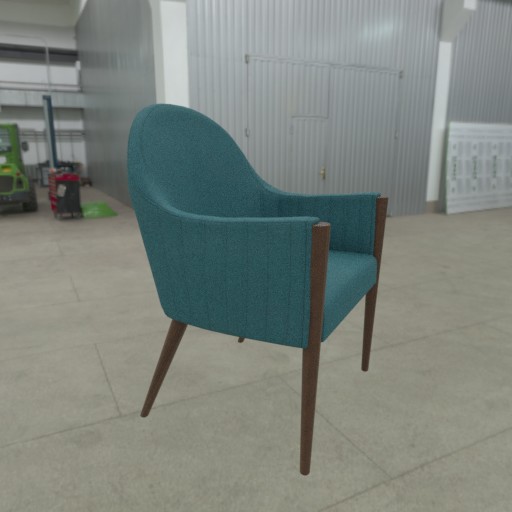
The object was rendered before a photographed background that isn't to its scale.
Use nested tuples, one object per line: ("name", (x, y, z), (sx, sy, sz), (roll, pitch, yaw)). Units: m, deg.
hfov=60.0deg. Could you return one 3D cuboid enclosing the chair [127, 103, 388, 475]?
("chair", (0.000, 0.000, 1.356), (0.652, 0.907, 0.656), (7, 16, 27))
